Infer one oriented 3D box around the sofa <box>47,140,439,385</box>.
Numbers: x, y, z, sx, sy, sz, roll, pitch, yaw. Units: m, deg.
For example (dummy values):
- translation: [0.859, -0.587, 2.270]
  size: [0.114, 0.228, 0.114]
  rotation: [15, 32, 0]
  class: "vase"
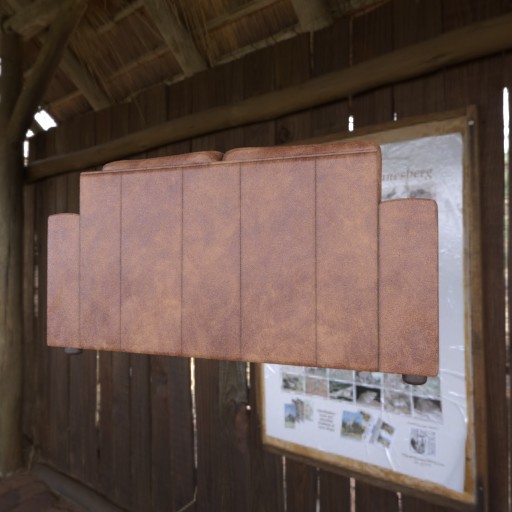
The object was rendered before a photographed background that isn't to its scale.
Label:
- translation: [0.000, 0.000, 2.189]
  size: [1.626, 0.889, 1.041]
  rotation: [0, -1, 19]
  class: "sofa"
